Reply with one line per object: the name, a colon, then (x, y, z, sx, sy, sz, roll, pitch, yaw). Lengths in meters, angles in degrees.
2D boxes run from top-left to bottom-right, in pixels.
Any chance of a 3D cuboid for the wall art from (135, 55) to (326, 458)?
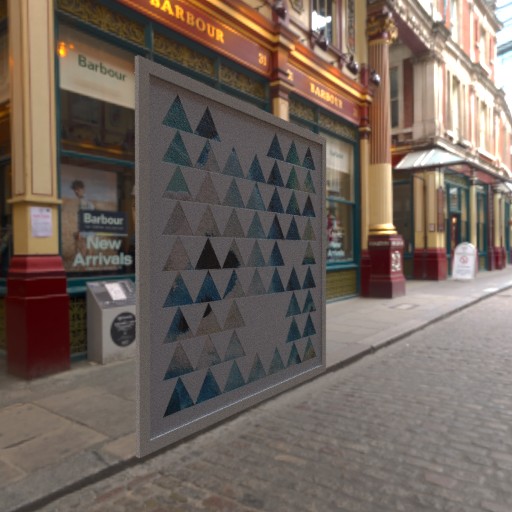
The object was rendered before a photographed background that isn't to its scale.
wall art: (0.000, 0.000, 0.687, 0.007, 0.456, 0.456, 0, 1, 36)
